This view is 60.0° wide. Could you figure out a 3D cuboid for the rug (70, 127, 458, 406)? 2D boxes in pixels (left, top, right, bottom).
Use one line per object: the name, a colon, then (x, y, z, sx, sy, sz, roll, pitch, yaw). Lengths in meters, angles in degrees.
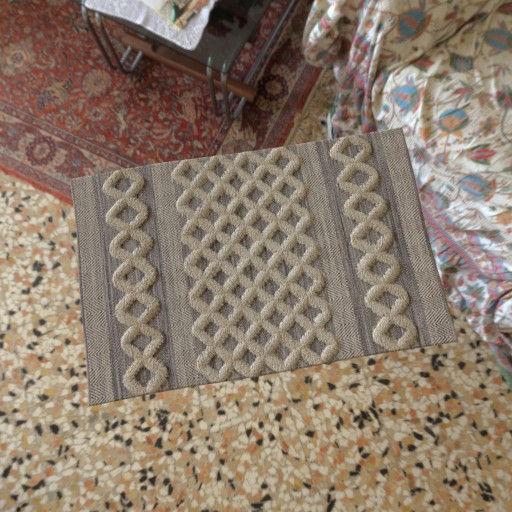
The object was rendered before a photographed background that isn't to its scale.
rug: (0.000, 0.000, 2.905, 2.333, 0.033, 1.513, -9, 78, -2)
